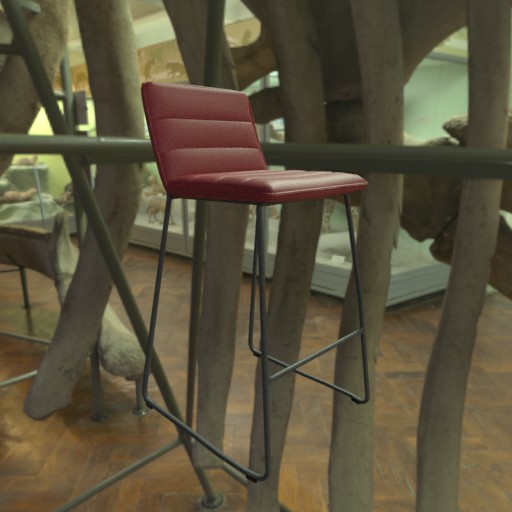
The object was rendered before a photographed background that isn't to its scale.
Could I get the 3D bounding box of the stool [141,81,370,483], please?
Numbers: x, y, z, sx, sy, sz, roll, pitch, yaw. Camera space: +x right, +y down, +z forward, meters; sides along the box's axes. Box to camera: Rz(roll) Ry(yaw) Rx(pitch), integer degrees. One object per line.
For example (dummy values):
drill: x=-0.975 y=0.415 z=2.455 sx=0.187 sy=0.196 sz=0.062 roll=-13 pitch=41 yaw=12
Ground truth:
stool: x=0.000 y=0.000 z=1.246 sx=0.524 sy=0.937 sz=0.489 roll=14 pitch=20 yaw=43
